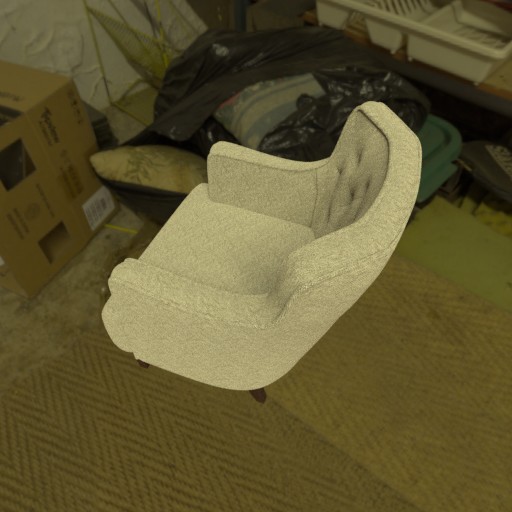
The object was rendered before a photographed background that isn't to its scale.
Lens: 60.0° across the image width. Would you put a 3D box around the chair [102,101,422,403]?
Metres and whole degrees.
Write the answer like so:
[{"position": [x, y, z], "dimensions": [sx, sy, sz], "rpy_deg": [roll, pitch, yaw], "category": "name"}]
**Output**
[{"position": [0.000, 0.000, 1.614], "dimensions": [0.910, 0.920, 0.820], "rpy_deg": [16, 49, 14], "category": "chair"}]
